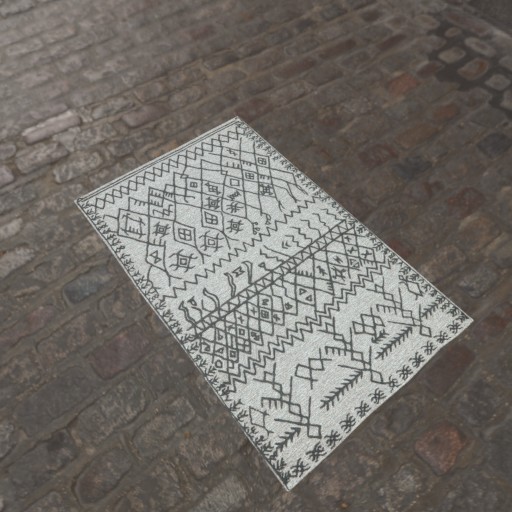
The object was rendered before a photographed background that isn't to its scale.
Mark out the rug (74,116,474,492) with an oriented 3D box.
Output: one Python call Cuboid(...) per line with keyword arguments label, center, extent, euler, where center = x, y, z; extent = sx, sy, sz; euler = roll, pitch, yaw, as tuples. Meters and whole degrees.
Cuboid(label="rug", center=(0.000, 0.000, 4.737), extent=(2.393, 0.019, 3.824), euler=(-34, 63, -20))
